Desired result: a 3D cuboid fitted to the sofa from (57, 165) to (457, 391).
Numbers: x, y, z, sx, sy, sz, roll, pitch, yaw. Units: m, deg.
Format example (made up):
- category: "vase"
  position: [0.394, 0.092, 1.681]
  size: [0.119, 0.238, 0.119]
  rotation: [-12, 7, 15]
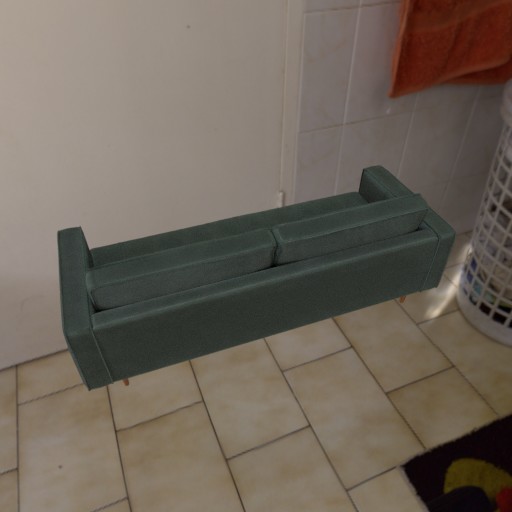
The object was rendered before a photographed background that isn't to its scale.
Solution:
- category: "sofa"
  position: [0.000, 0.000, 2.714]
  size: [2.214, 0.781, 0.886]
  rotation: [-14, 43, -15]
